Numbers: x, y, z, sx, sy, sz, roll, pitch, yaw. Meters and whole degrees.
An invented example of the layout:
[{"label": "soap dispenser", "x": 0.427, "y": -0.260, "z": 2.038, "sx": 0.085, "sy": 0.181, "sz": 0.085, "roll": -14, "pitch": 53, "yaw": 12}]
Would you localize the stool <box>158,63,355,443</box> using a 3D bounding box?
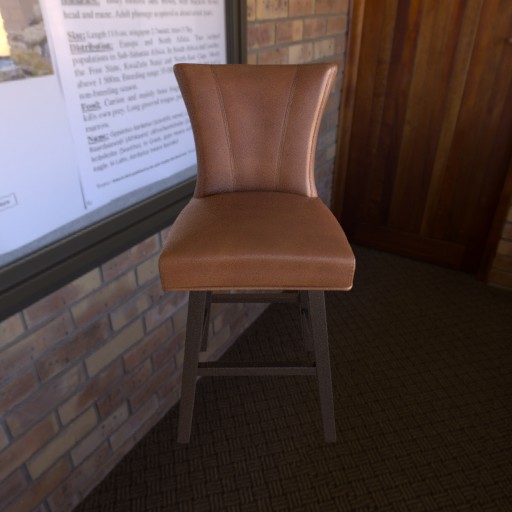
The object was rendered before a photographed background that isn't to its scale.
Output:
[{"label": "stool", "x": 0.000, "y": 0.000, "z": 1.425, "sx": 0.522, "sy": 1.094, "sz": 0.585, "roll": 0, "pitch": 30, "yaw": 0}]
